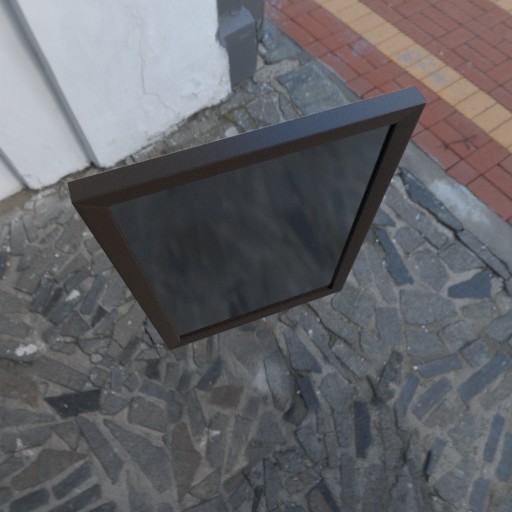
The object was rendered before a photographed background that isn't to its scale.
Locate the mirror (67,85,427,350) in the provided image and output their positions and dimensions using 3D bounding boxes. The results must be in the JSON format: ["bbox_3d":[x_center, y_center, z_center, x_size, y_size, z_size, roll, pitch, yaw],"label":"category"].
[{"bbox_3d":[0.000,0.000,0.920,0.507,0.710,0.040,-18,65,-9],"label":"mirror"}]
